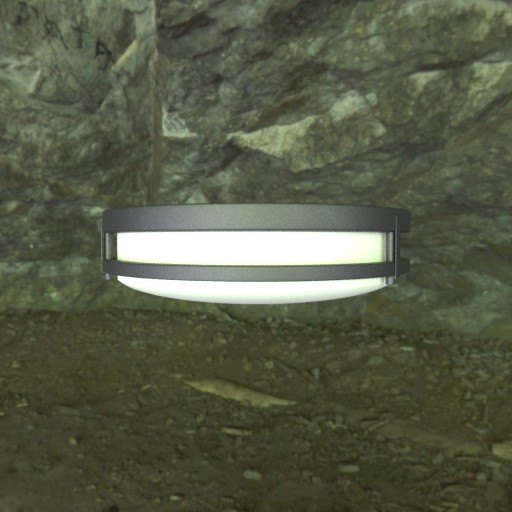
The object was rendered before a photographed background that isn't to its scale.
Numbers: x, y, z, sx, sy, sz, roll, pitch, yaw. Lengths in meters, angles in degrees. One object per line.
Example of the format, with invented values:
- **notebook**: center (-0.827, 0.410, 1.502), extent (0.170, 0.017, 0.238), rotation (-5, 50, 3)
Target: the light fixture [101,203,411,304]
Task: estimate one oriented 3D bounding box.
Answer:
- **light fixture**: center (0.000, 0.000, 0.540), extent (0.356, 0.102, 0.356), rotation (0, 2, 0)
